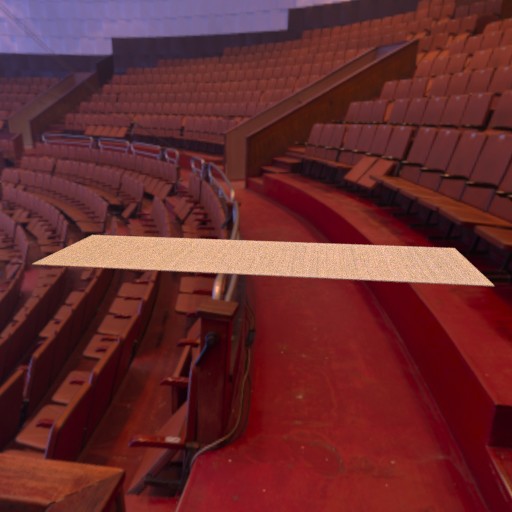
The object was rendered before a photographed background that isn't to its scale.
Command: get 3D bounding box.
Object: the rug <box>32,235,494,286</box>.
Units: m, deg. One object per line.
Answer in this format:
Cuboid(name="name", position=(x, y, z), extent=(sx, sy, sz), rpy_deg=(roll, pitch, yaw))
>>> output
Cuboid(name="rug", position=(0.000, 0.000, 2.643), extent=(2.437, 0.006, 0.686), rpy_deg=(2, 17, 8))
